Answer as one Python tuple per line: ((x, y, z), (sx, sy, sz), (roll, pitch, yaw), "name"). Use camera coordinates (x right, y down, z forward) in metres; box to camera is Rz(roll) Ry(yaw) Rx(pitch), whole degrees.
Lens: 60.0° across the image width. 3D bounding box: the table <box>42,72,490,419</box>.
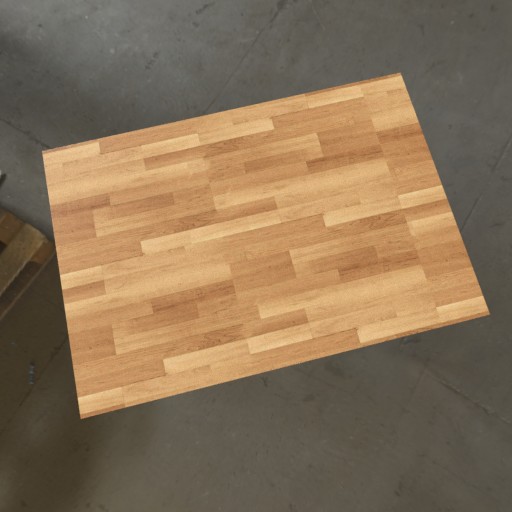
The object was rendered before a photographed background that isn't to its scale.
((0.000, 0.000, 1.829), (1.300, 0.750, 0.900), (-13, 77, -3), "table")
